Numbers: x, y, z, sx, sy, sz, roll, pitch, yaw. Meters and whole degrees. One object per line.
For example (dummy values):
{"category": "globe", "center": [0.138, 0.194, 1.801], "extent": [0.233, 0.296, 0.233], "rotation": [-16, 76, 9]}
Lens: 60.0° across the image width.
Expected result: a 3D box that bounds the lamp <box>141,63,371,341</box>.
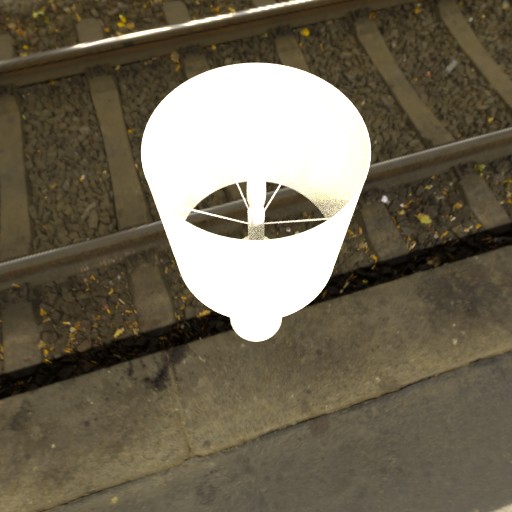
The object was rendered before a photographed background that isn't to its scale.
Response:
{"category": "lamp", "center": [0.000, 0.000, 0.732], "extent": [0.250, 0.597, 0.250], "rotation": [-36, 68, -17]}
